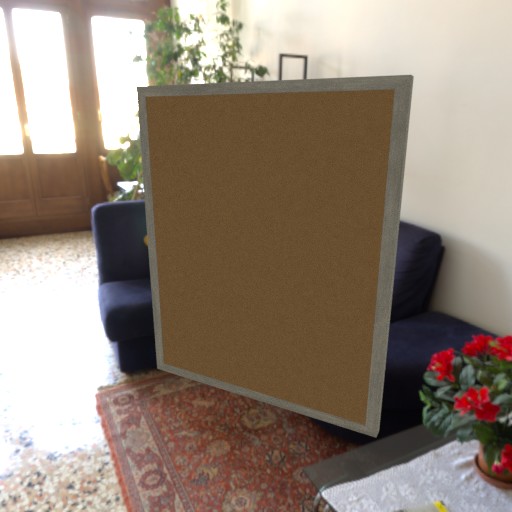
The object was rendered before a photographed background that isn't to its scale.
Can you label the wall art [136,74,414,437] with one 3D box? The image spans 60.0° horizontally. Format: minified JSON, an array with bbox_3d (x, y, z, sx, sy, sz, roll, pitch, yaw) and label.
[{"bbox_3d":[0.000,0.000,0.794,0.479,0.582,0.022,9,19,26],"label":"wall art"}]
